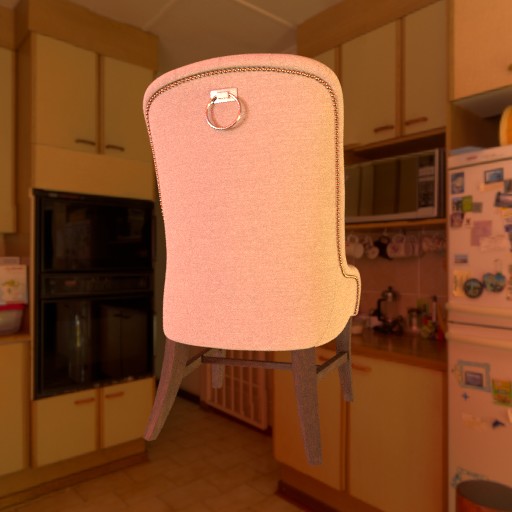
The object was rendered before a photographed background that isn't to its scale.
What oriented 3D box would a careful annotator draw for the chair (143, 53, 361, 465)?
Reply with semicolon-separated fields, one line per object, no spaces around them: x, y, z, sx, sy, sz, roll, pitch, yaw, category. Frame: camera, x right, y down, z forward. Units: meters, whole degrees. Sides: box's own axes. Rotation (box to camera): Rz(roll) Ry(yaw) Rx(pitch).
0.000;0.000;1.484;0.634;1.091;0.629;0;0;19;chair
